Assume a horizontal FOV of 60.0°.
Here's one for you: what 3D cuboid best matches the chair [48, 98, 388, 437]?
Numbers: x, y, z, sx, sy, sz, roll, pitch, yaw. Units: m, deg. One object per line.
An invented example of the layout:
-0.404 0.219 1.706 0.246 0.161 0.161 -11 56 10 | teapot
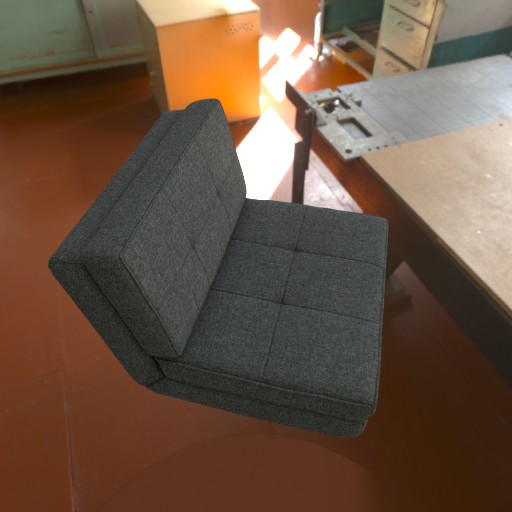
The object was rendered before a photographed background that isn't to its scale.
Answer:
0.000 0.000 1.330 0.800 0.615 0.740 10 47 10 | chair
